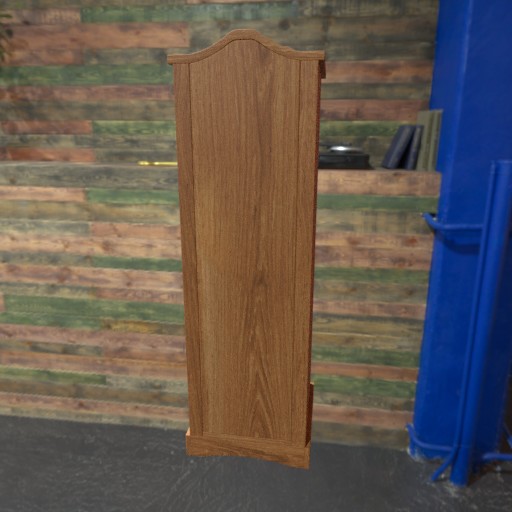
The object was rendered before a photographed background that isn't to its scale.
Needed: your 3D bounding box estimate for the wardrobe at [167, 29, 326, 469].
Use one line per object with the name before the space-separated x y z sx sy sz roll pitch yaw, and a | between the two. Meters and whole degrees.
wardrobe | 0.000 0.000 2.125 0.590 1.870 0.570 2 15 9
